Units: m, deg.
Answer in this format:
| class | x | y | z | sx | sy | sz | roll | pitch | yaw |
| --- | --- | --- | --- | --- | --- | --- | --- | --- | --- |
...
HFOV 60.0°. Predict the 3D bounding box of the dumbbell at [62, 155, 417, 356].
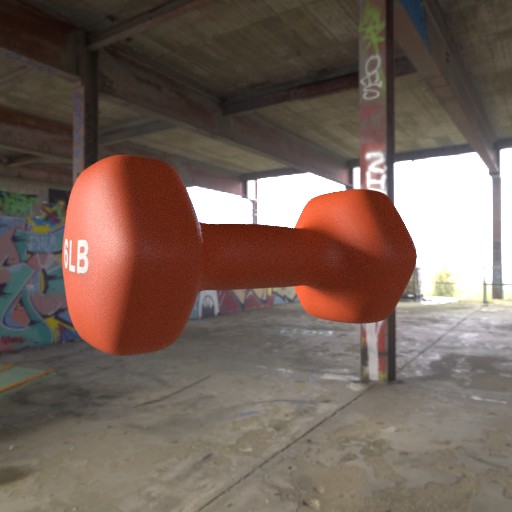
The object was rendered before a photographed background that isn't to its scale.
| class | x | y | z | sx | sy | sz | roll | pitch | yaw |
| --- | --- | --- | --- | --- | --- | --- | --- | --- | --- |
| dumbbell | 0.000 | 0.000 | 0.206 | 0.162 | 0.071 | 0.079 | 0 | 0 | -36 |
